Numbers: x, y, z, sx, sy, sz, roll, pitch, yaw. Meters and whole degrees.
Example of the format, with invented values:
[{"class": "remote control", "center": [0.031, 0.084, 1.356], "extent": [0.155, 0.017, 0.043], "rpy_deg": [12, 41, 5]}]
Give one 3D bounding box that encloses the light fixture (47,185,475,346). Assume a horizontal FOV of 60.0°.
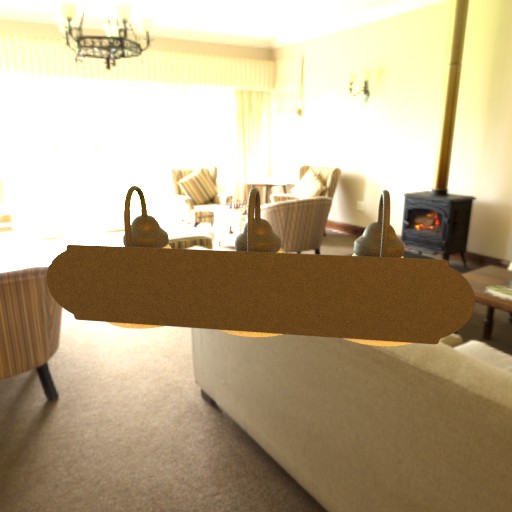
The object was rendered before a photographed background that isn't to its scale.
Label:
[{"class": "light fixture", "center": [0.000, 0.000, 0.712], "extent": [0.610, 0.222, 0.199], "rpy_deg": [2, 16, 9]}]
